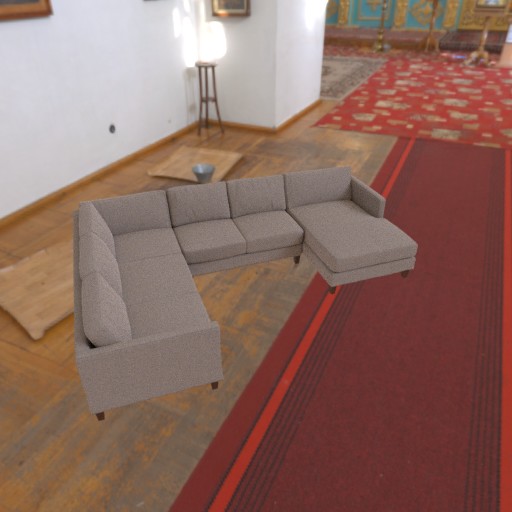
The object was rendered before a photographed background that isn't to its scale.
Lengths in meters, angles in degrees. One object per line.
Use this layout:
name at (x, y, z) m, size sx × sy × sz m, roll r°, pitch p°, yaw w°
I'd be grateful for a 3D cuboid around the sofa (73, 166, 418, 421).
sofa at (0.000, 0.000, 4.533) m, size 3.438 × 0.865 × 2.424 m, roll -11°, pitch 33°, yaw -17°
